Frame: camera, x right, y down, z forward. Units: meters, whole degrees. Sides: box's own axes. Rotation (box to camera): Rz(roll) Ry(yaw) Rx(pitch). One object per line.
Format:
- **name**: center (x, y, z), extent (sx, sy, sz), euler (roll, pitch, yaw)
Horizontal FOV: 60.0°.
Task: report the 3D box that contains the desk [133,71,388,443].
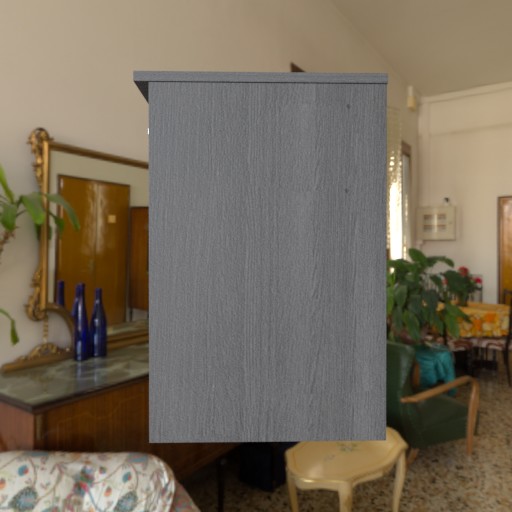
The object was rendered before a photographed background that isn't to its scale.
- **desk**: center (0.000, 0.000, 1.313), extent (0.498, 0.724, 0.893), euler (0, 0, -1)
